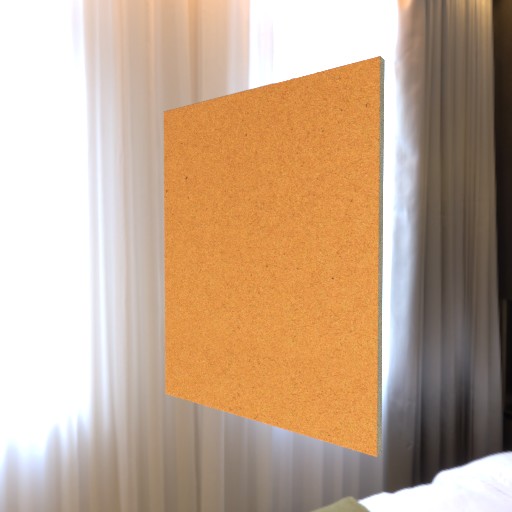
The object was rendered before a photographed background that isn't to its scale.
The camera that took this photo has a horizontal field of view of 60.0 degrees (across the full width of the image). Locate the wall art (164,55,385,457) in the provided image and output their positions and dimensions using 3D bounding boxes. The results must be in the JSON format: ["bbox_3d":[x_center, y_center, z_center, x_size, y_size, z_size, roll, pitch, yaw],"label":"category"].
[{"bbox_3d":[0.000,0.000,0.828,0.481,0.613,0.020,1,2,37],"label":"wall art"}]
